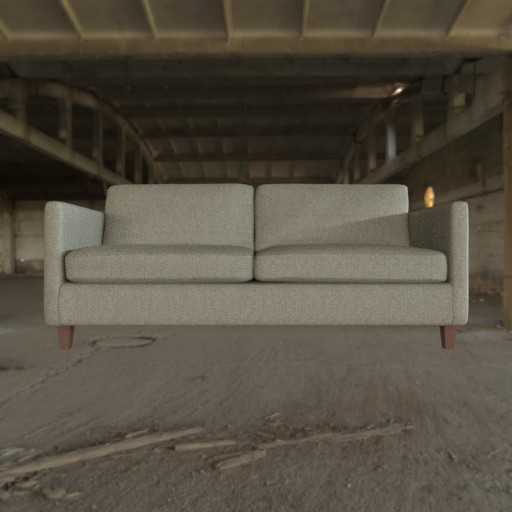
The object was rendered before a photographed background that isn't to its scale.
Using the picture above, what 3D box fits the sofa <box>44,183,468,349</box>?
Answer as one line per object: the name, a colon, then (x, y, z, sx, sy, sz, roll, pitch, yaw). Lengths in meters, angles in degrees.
sofa: (0.000, 0.000, 2.714, 2.208, 0.960, 0.956, 0, 1, 0)
